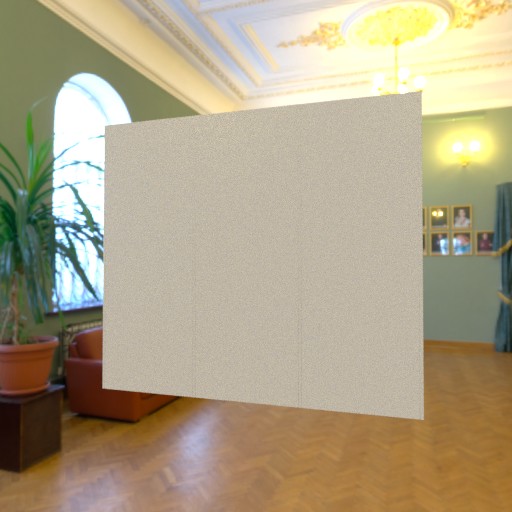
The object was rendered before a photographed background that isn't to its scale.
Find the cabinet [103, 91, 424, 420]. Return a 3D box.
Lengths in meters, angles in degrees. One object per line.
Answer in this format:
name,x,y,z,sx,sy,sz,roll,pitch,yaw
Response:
cabinet,0.000,0.000,3.874,2.700,2.370,0.590,0,-1,17
